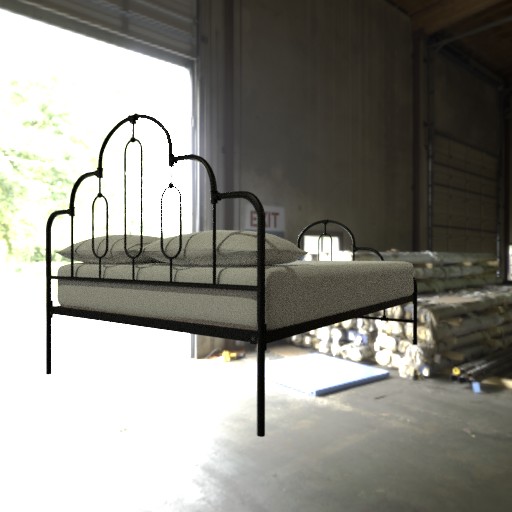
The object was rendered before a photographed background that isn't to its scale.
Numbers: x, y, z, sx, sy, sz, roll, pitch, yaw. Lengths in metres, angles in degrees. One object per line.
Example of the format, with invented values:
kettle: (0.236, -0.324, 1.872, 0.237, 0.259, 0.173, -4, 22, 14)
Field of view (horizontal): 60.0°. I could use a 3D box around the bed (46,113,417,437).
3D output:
bed: (0.000, 0.000, 3.123, 1.626, 1.444, 2.181, 0, 0, 36)
